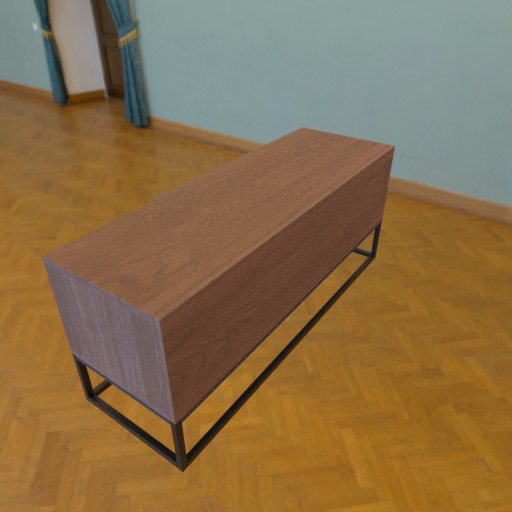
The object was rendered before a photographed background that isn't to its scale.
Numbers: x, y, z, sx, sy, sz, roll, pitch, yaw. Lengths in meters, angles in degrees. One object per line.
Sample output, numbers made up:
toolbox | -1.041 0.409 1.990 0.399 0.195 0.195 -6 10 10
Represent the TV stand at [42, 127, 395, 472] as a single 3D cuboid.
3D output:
TV stand | 0.000 0.000 1.475 0.415 0.500 1.200 21 38 29
